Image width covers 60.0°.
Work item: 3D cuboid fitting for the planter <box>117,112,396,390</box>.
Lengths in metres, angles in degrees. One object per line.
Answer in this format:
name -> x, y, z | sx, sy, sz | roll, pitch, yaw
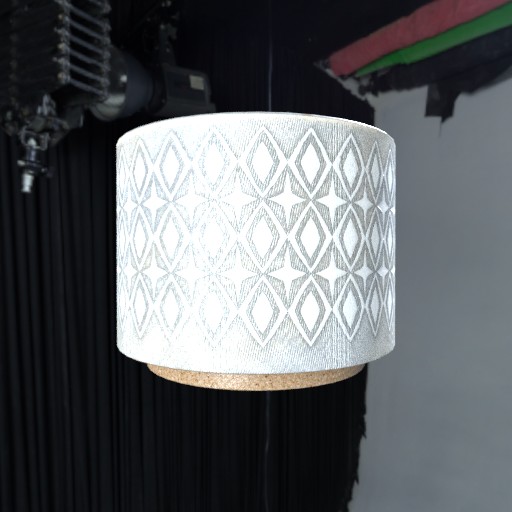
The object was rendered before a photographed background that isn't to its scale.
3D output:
planter -> 0.000, 0.000, 0.311 | 0.186, 0.144, 0.186 | 0, 1, 0
